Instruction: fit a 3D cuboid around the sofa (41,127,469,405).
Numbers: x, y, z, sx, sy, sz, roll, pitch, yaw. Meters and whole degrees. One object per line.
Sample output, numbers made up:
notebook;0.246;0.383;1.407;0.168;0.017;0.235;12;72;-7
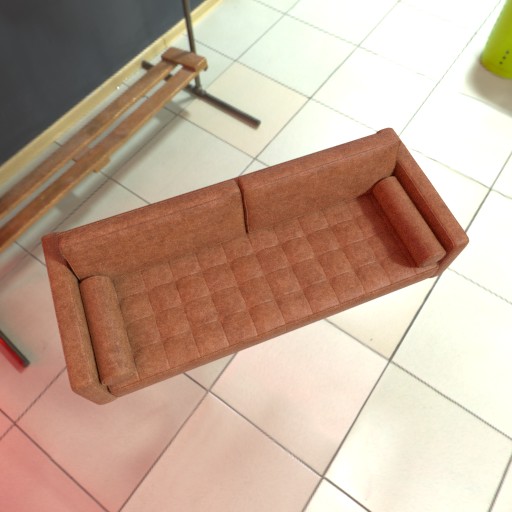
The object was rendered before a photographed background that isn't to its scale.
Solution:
sofa;0.000;0.000;2.578;2.200;0.770;0.919;-19;64;-10
